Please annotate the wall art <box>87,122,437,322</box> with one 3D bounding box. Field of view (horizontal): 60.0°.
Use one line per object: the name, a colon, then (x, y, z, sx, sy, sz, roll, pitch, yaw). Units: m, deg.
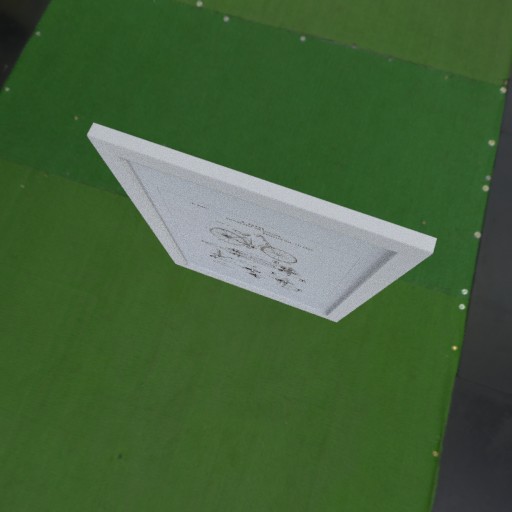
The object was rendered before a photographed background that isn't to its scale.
wall art: (0.000, 0.000, 0.630, 0.332, 0.477, 0.015, 20, 75, 5)
